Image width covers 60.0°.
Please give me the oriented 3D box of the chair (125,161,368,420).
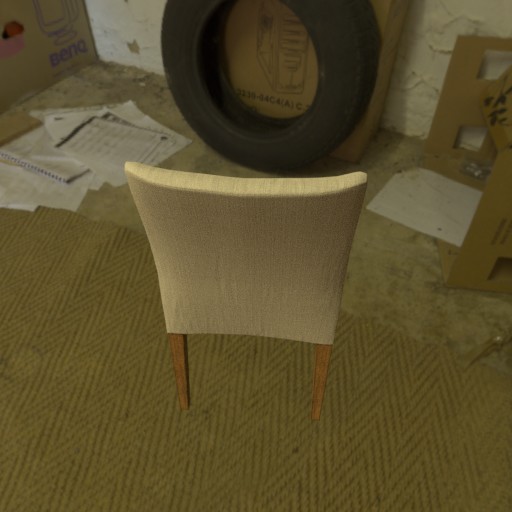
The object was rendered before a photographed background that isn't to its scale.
[{"bbox_3d":[0.000,0.000,1.264,0.496,0.940,0.585,4,47,3],"label":"chair"}]
